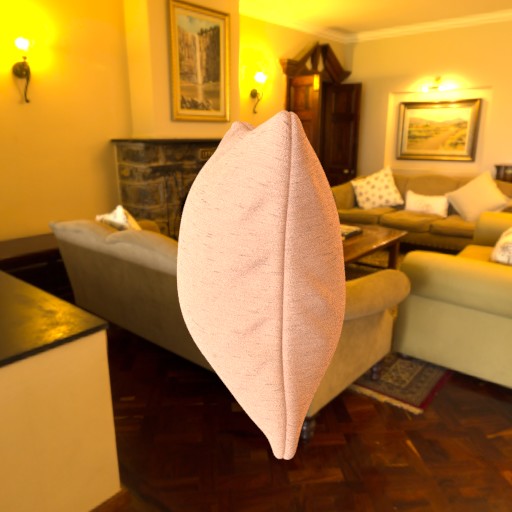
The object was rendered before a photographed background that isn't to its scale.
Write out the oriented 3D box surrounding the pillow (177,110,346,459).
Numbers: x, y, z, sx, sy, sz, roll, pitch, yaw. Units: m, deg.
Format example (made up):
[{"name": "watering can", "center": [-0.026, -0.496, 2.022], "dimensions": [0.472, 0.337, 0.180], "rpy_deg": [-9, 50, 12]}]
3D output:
[{"name": "pillow", "center": [0.000, 0.000, 0.693], "dimensions": [0.246, 0.415, 0.432], "rpy_deg": [-3, 16, -9]}]
